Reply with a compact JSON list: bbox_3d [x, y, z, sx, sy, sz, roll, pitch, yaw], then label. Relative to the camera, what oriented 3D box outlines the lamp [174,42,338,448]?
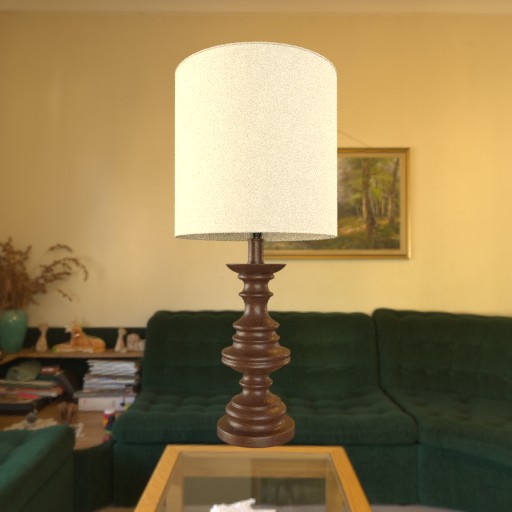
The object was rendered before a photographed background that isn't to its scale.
[{"bbox_3d":[0.000,0.000,0.575,0.208,0.455,0.208,0,-1,-17],"label":"lamp"}]
